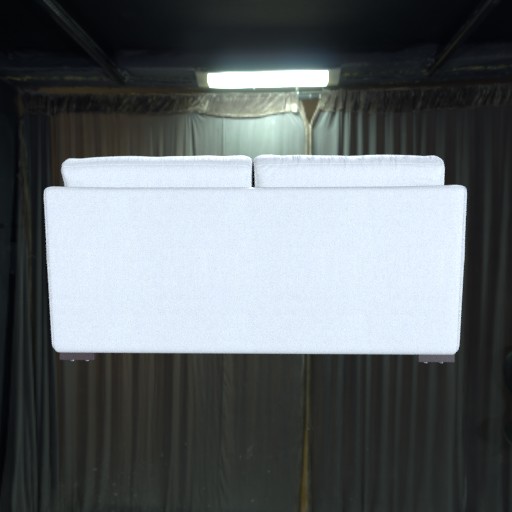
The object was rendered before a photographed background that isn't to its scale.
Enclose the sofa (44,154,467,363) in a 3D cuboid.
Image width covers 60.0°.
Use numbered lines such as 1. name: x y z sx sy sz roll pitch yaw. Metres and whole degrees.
1. sofa: 0.000 0.000 2.442 1.880 0.940 1.143 0 1 1
